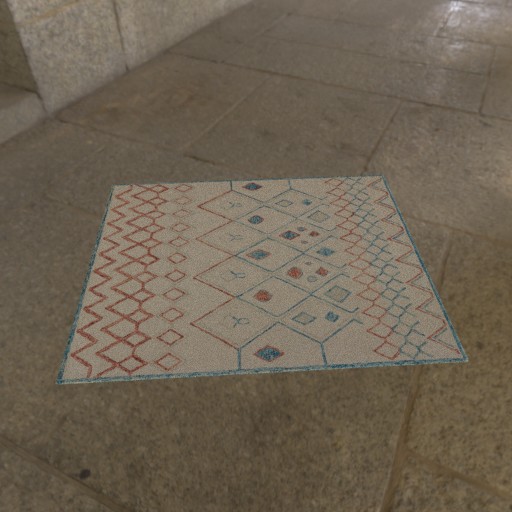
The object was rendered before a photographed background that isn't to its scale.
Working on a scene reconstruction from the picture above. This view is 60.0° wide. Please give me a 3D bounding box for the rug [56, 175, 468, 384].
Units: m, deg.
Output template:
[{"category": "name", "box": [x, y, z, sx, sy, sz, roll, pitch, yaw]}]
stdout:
[{"category": "rug", "box": [0.000, 0.000, 4.124, 3.050, 0.016, 2.441, -3, 45, -3]}]
